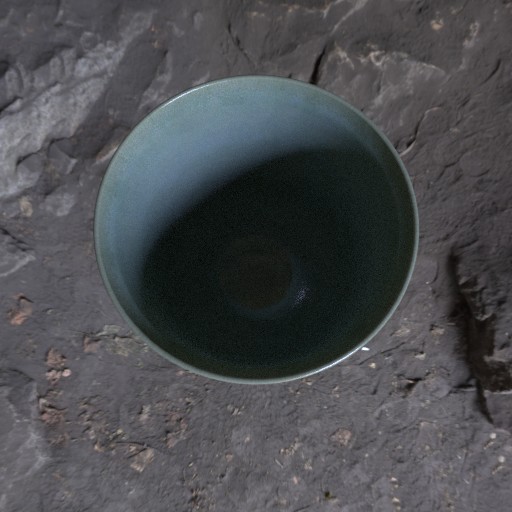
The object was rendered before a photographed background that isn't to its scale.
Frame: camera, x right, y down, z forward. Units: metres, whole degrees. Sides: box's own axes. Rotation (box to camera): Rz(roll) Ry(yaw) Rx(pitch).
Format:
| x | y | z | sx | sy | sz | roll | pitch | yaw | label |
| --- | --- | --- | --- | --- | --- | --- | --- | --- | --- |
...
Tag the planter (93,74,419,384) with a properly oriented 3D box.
| x | y | z | sx | sy | sz | roll | pitch | yaw | label |
| --- | --- | --- | --- | --- | --- | --- | --- | --- | --- |
| 0.000 | 0.000 | 0.491 | 0.266 | 0.270 | 0.266 | 0 | 76 | 0 | planter |
